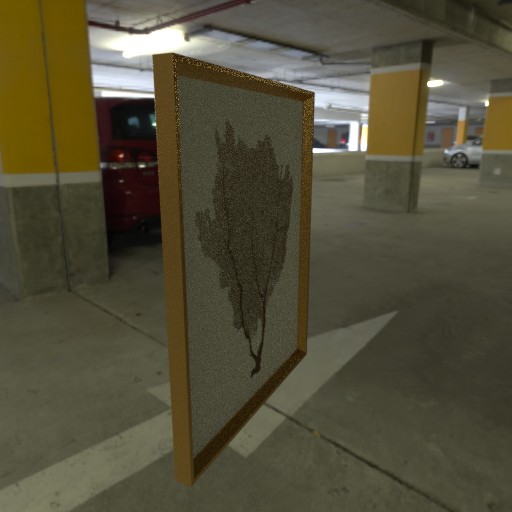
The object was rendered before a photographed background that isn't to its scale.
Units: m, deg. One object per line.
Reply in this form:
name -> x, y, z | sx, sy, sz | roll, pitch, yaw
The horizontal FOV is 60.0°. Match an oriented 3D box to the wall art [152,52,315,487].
wall art -> 0.000, 0.000, 1.017 | 0.038, 0.762, 0.610 | 7, 16, 26
